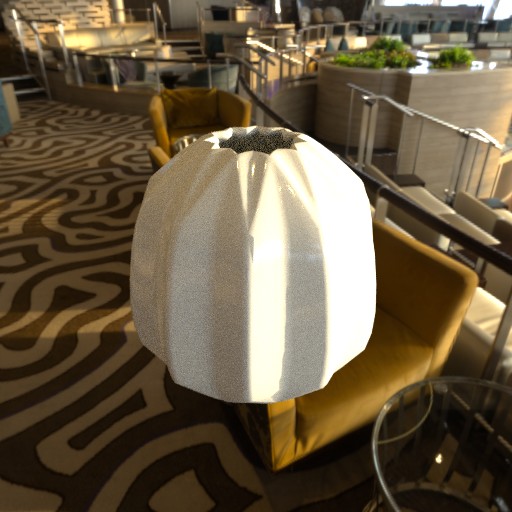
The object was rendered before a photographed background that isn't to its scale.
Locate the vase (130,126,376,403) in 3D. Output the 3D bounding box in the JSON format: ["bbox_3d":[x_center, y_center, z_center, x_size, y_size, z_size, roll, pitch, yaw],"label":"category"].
[{"bbox_3d":[0.000,0.000,0.250,0.139,0.134,0.139,0,30,0],"label":"vase"}]
